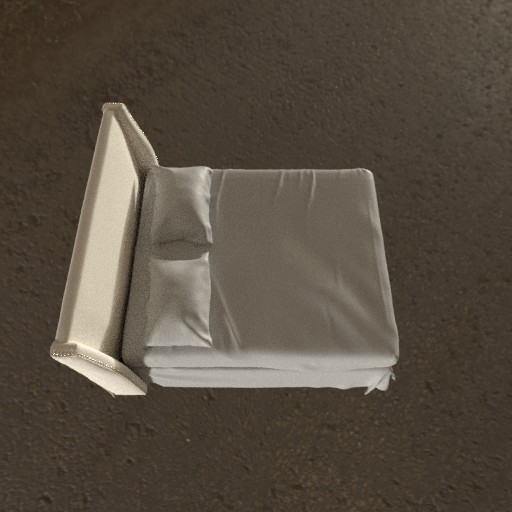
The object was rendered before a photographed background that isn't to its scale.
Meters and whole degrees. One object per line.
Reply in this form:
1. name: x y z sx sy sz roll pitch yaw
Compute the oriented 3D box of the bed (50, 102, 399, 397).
1. bed: 0.000 0.000 3.421 2.276 1.332 1.925 0 63 0
